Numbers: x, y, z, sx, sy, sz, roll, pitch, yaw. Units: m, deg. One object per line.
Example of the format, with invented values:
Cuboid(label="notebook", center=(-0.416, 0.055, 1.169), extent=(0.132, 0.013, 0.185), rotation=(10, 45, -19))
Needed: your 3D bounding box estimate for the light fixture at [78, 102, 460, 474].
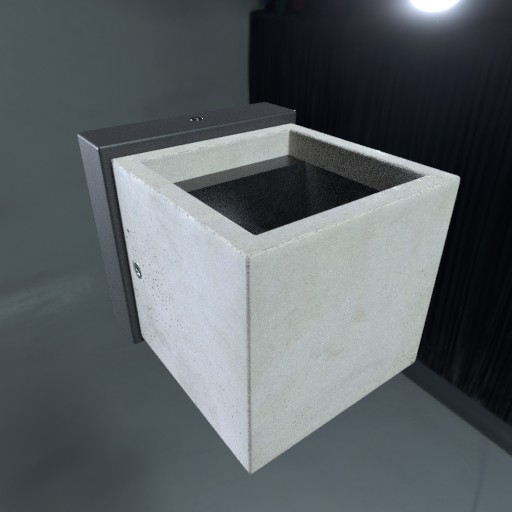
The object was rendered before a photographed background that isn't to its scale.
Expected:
Cuboid(label="light fixture", center=(0.000, 0.000, 0.236), extent=(0.121, 0.121, 0.143), rotation=(-21, 37, -31))
